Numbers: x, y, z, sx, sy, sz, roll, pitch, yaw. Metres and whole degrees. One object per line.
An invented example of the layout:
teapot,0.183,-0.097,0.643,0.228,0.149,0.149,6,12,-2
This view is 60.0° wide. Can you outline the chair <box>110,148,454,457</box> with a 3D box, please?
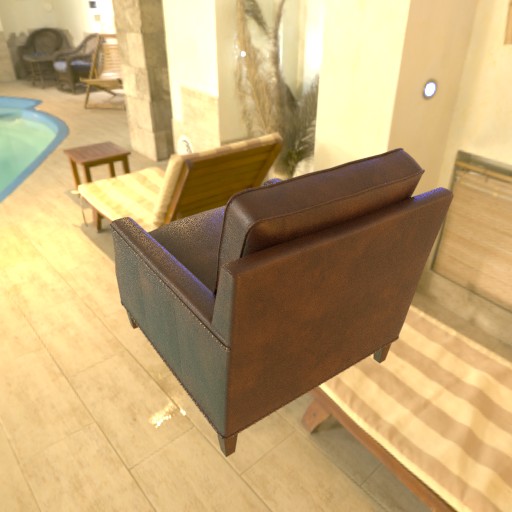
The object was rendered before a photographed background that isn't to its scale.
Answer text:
chair,0.000,0.000,1.730,0.853,0.929,1.014,-20,36,-30
